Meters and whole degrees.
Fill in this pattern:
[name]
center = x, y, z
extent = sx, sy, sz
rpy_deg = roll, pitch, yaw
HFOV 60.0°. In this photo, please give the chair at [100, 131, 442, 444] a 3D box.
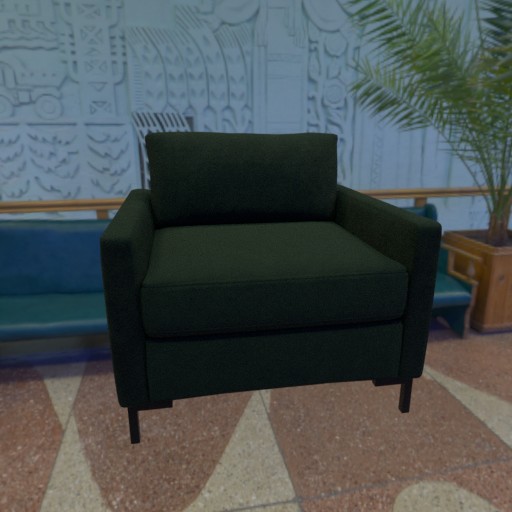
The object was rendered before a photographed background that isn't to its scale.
[chair]
center = 0.000, 0.000, 1.612
extent = 0.963, 0.861, 0.866
rpy_deg = -3, 17, -9
